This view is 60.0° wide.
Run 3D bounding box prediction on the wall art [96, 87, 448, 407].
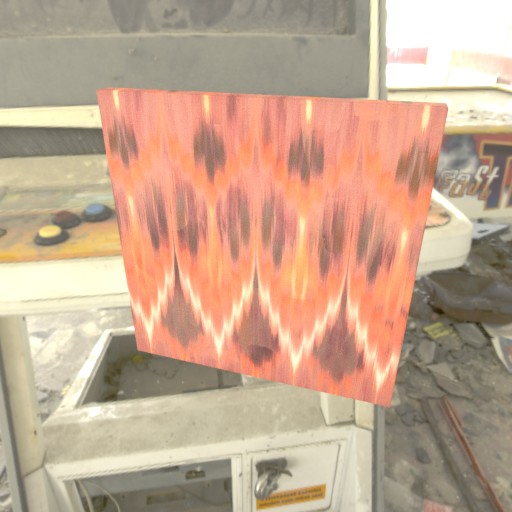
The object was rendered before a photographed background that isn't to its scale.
[{"bbox_3d":[0.000,0.000,0.887,0.603,0.609,0.037,9,29,16],"label":"wall art"}]
